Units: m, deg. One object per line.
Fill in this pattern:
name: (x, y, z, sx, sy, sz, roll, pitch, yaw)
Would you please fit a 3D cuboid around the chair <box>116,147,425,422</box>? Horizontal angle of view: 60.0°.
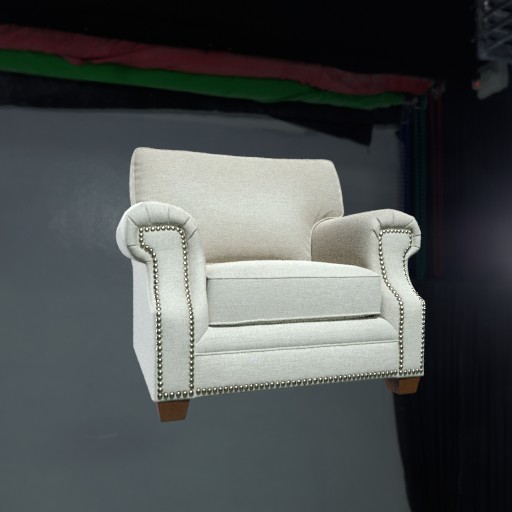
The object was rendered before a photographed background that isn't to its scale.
chair: (0.000, 0.000, 1.829, 1.092, 0.961, 0.965, 0, -1, -19)
